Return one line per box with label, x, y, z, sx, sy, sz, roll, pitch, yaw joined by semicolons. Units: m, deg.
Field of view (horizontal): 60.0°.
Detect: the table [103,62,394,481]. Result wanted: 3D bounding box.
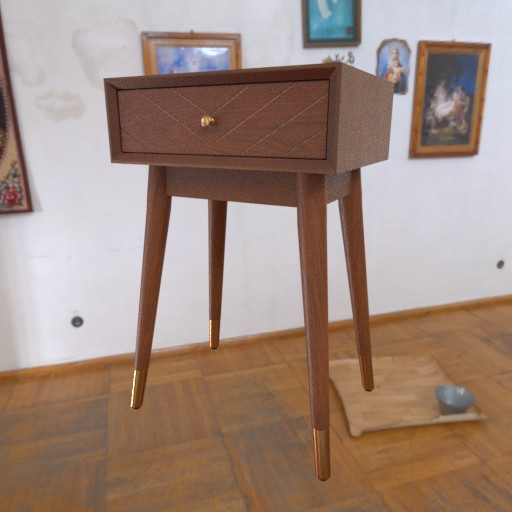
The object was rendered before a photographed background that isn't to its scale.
table;0.000;0.000;0.810;0.406;0.599;0.300;9;18;27
